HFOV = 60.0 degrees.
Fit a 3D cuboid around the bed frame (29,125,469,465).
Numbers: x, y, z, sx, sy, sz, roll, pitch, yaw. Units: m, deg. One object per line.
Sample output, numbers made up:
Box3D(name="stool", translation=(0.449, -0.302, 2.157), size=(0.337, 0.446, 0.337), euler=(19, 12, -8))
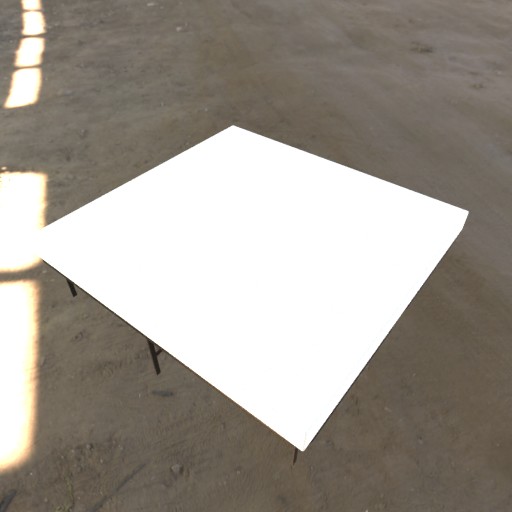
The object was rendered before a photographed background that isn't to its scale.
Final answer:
Box3D(name="bed frame", translation=(0.000, 0.000, 2.991), size=(2.032, 0.559, 1.930), euler=(28, 49, 27))
